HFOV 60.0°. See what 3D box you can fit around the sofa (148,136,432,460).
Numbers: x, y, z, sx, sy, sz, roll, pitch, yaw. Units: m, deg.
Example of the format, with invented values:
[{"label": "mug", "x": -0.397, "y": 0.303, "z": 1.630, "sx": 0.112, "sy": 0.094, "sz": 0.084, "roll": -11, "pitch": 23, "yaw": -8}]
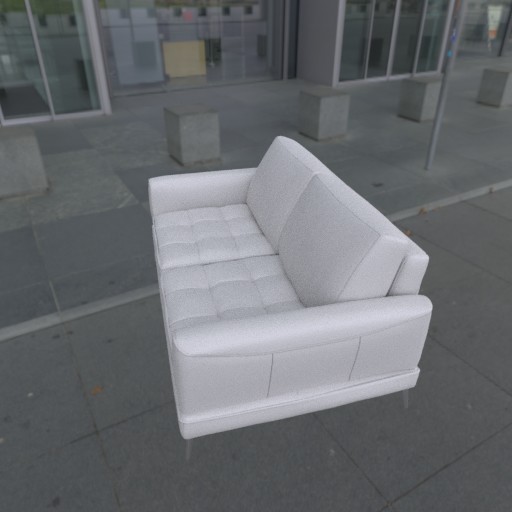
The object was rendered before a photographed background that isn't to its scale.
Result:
[{"label": "sofa", "x": 0.000, "y": 0.000, "z": 2.490, "sx": 1.121, "sy": 0.930, "sz": 1.819, "roll": -8, "pitch": 32, "yaw": -13}]
